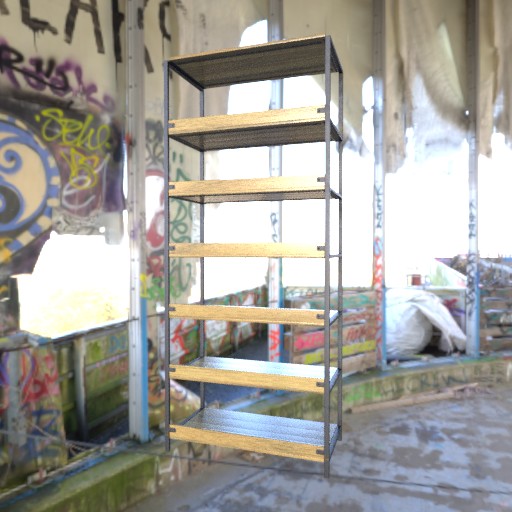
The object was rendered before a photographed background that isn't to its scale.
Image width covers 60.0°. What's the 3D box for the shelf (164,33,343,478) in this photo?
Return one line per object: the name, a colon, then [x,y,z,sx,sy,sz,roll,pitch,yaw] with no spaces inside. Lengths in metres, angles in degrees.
shelf: [0.000,0.000,2.339,0.847,2.015,0.431,0,1,19]
